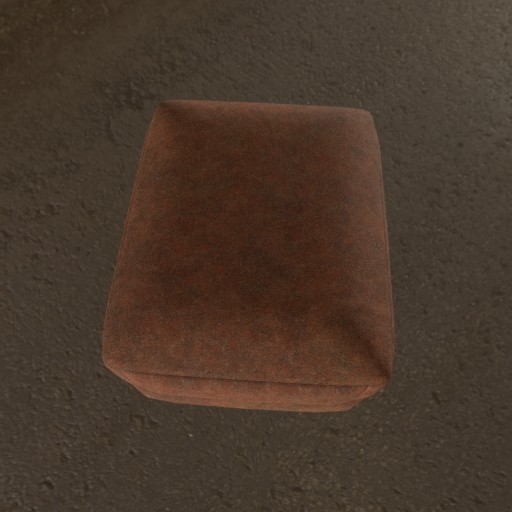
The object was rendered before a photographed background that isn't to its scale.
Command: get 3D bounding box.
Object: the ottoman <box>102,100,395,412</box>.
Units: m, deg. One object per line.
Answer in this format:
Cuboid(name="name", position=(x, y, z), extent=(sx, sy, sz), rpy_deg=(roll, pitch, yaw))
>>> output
Cuboid(name="ottoman", position=(0.000, 0.000, 1.207), extent=(0.635, 0.508, 0.787), rpy_deg=(3, 63, 2))
